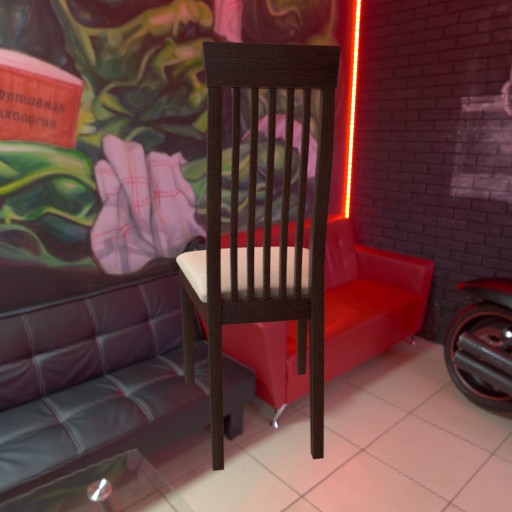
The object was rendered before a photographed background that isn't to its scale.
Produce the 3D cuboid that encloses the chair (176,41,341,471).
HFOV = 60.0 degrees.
[{"bbox_3d":[0.000,0.000,1.264,0.460,1.027,0.474,-2,15,-9],"label":"chair"}]
